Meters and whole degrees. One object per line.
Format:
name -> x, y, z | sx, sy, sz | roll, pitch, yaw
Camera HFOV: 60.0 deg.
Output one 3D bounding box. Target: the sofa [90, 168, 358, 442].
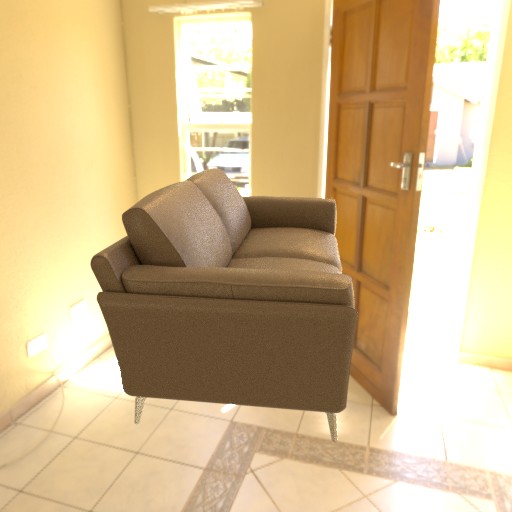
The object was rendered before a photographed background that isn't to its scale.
sofa -> 0.000, 0.000, 2.685 | 1.049, 0.930, 2.101 | 2, 17, 7
